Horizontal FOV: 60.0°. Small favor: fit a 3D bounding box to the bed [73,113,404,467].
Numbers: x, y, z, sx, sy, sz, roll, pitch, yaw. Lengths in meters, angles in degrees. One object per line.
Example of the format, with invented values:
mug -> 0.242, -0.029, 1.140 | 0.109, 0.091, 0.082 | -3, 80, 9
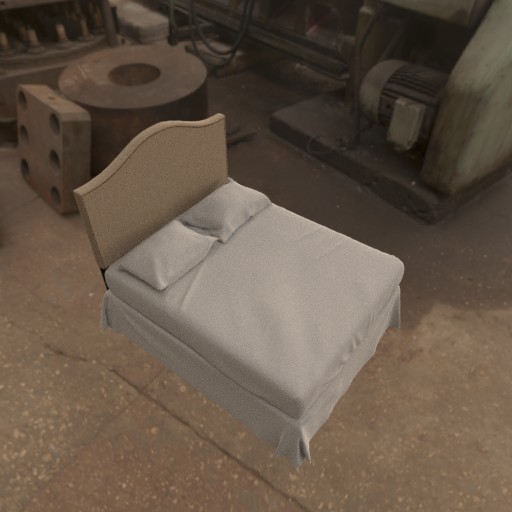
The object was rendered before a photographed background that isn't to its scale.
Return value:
bed -> 0.000, 0.000, 3.577 | 2.221, 1.645, 1.876 | 27, 49, 27
